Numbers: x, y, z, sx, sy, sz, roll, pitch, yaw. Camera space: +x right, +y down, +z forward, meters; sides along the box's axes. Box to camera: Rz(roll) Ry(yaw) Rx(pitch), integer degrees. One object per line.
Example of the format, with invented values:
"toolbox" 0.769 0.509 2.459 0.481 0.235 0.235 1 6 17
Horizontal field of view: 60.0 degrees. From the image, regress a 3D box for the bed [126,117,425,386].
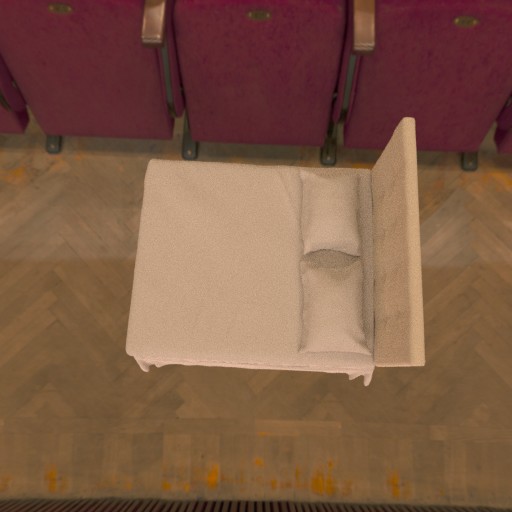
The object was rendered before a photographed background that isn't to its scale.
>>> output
"bed" 0.000 0.000 3.529 2.222 1.577 1.936 3 76 1
